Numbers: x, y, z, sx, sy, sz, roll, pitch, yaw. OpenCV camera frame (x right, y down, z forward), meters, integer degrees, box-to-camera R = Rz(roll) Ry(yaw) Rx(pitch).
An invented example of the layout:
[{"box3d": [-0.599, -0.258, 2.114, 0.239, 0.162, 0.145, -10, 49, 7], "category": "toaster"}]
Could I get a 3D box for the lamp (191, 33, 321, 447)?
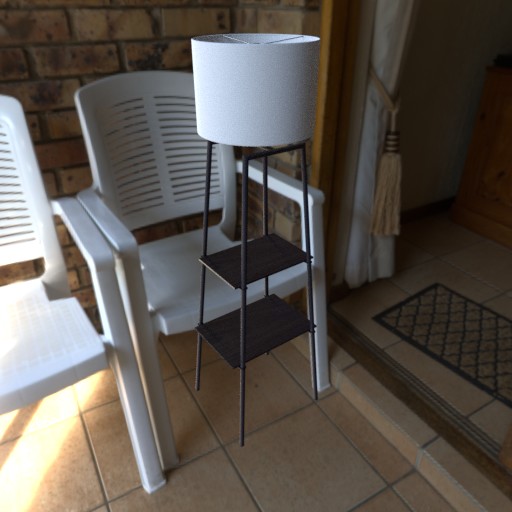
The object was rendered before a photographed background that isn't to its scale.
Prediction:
[{"box3d": [0.000, 0.000, 1.667, 0.427, 1.474, 0.384, -20, 36, -31], "category": "lamp"}]
